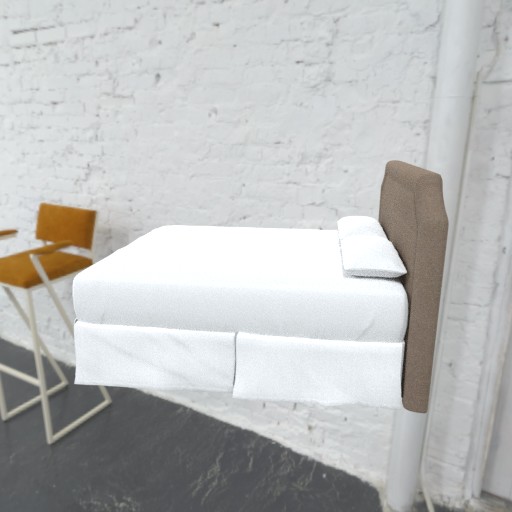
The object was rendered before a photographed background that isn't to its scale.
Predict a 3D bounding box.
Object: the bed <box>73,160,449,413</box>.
[{"bbox_3d":[0.000,0.000,3.161,2.116,1.290,1.693,2,15,8],"label":"bed"}]
